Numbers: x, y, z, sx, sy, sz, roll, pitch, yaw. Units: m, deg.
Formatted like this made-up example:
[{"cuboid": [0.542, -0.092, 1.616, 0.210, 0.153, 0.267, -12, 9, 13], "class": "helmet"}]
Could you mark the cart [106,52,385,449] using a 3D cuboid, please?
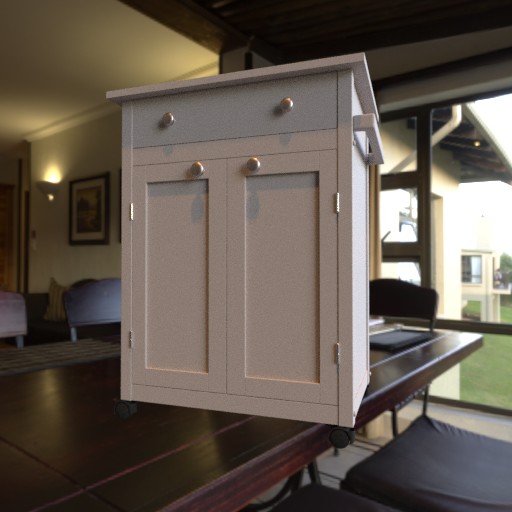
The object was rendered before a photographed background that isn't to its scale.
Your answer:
[{"cuboid": [0.000, 0.000, 1.259, 0.683, 0.864, 0.442, 0, -1, 19], "class": "cart"}]
